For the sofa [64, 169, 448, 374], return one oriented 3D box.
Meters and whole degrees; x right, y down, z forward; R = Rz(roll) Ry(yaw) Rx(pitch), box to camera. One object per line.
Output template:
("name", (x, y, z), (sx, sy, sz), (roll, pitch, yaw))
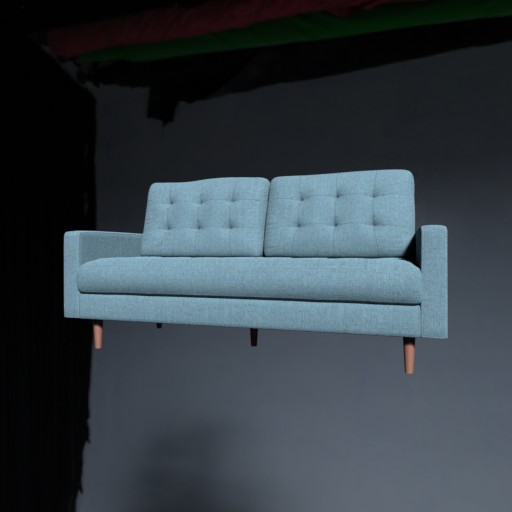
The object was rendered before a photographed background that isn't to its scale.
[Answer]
("sofa", (0.000, 0.000, 2.619), (2.010, 1.050, 0.966), (0, 1, 18))
